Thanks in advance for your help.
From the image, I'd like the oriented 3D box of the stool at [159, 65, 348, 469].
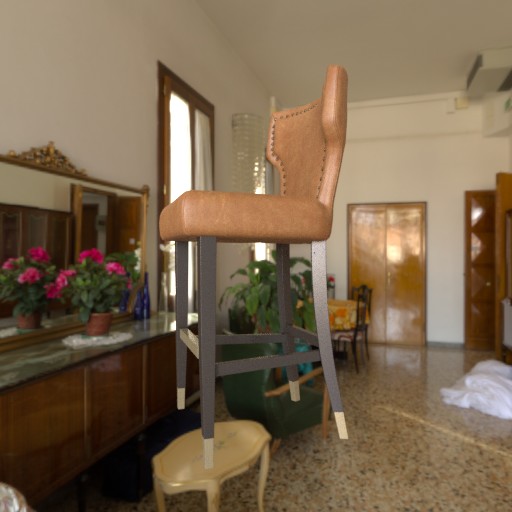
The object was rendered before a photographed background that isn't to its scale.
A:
[{"bbox_3d":[0.000,0.000,1.429,0.563,1.092,0.526,0,0,-18],"label":"stool"}]
